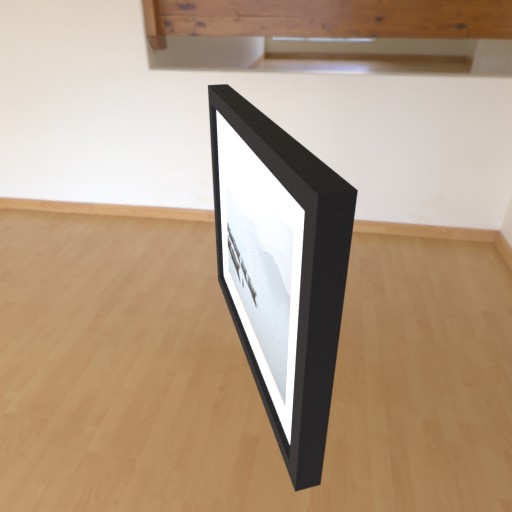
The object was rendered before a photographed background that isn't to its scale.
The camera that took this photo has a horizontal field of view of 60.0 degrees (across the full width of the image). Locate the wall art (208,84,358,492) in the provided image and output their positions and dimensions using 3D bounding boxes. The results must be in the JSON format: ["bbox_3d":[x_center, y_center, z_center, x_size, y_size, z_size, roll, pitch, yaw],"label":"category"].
[{"bbox_3d":[0.000,0.000,0.534,0.028,0.325,0.397,-8,32,-13],"label":"wall art"}]
